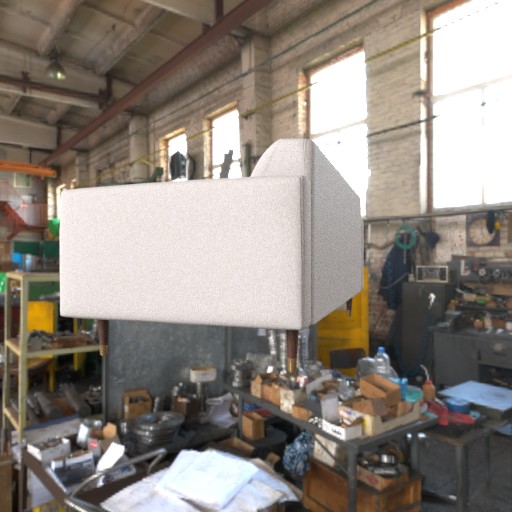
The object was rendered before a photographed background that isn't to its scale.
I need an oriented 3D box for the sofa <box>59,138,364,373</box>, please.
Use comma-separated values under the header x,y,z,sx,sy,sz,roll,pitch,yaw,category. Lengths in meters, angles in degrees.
x,y,z,sx,sy,sz,roll,pitch,yaw,category
0.000,0.000,2.397,0.969,0.814,1.895,0,0,19,sofa
